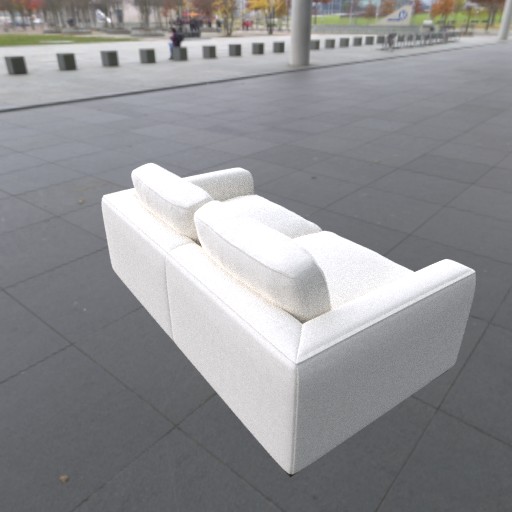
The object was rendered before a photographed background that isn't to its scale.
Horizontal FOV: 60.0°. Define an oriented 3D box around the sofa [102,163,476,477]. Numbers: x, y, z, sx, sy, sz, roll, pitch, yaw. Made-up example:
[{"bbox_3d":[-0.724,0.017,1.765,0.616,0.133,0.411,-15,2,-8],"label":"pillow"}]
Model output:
[{"bbox_3d":[0.000,0.000,2.408,1.069,0.801,1.920,-18,33,-31],"label":"sofa"}]
